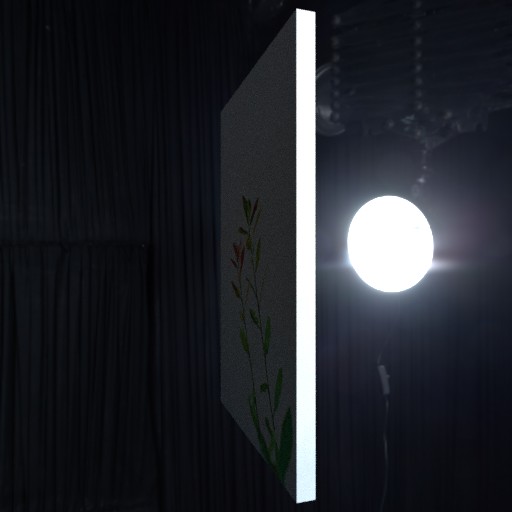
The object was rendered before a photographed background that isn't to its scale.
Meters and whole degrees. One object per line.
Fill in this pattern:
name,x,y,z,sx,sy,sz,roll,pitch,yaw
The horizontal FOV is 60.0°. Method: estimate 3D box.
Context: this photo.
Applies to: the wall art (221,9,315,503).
wall art,0.000,0.000,1.117,0.039,0.915,0.612,0,0,-18
